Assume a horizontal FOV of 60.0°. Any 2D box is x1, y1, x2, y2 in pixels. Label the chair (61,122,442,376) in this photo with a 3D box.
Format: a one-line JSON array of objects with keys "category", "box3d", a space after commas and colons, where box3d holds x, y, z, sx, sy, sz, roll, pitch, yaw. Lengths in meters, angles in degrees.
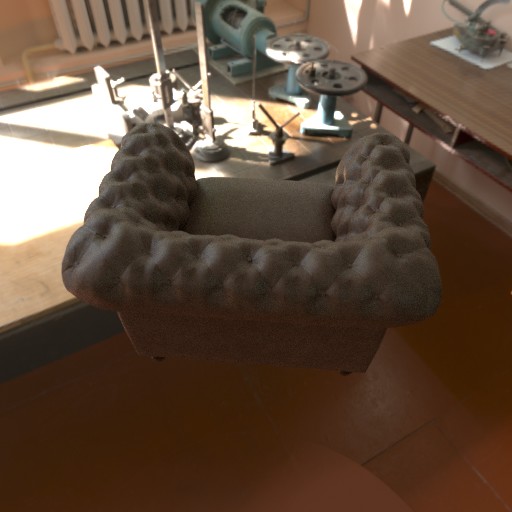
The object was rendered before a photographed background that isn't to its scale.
[{"category": "chair", "box3d": [0.000, 0.000, 1.925, 1.298, 0.784, 0.954, 4, 47, 3]}]
